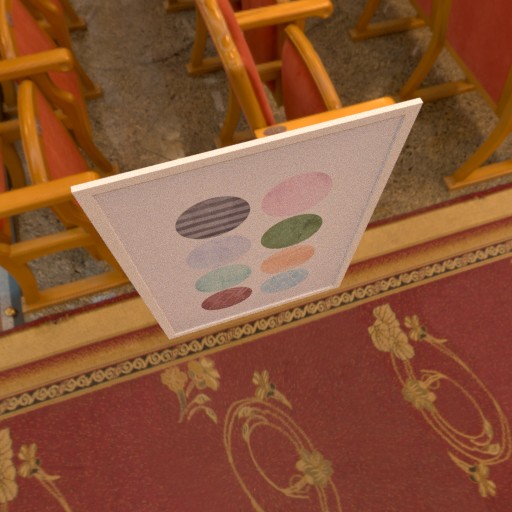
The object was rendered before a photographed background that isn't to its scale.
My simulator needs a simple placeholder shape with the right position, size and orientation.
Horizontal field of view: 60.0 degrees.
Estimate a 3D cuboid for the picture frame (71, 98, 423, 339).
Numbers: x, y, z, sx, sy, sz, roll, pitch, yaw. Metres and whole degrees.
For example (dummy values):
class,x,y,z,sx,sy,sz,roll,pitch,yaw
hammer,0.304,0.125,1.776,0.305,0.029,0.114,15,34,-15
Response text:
class,x,y,z,sx,sy,sz,roll,pitch,yaw
picture frame,0.000,0.000,1.218,0.659,0.940,0.013,-16,65,-8
